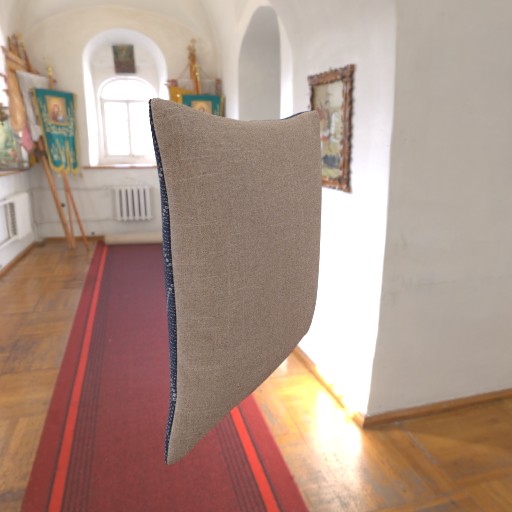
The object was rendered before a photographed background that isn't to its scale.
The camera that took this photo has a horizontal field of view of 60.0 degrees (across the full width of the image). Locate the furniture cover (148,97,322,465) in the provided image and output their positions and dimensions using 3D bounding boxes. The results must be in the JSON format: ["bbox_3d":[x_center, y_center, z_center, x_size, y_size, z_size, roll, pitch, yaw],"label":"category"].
[{"bbox_3d":[0.000,0.000,0.779,0.162,0.503,0.511,9,18,28],"label":"furniture cover"}]
